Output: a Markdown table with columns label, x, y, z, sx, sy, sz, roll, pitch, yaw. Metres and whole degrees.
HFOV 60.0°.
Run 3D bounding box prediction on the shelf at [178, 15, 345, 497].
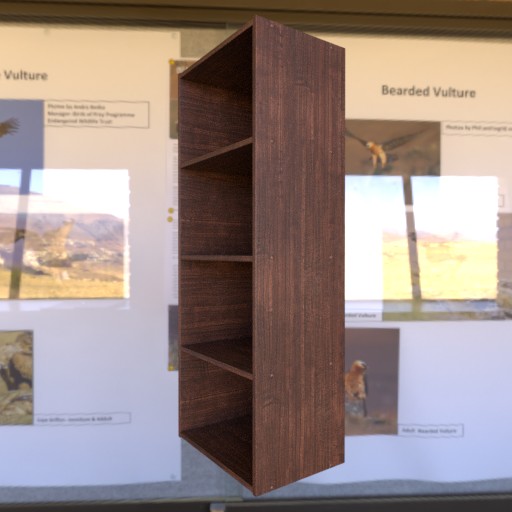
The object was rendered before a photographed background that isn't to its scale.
| label | x | y | z | sx | sy | sz | roll | pitch | yaw |
| --- | --- | --- | --- | --- | --- | --- | --- | --- | --- |
| shelf | 0.000 | 0.000 | 1.260 | 0.290 | 1.099 | 0.415 | 0 | 1 | -35 |
